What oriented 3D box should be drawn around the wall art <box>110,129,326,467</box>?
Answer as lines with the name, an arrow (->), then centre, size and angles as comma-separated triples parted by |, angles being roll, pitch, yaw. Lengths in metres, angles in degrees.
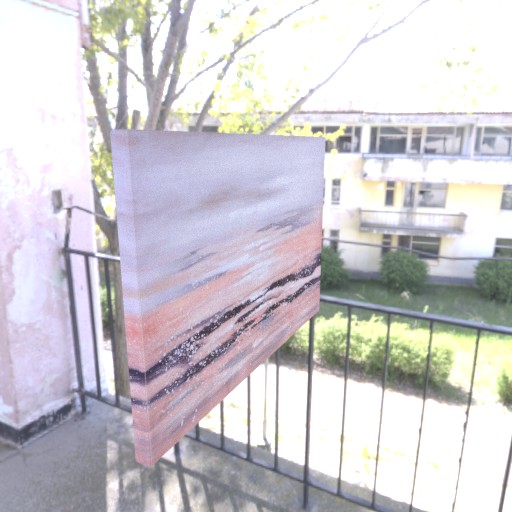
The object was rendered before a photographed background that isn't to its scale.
wall art -> 0.000, 0.000, 1.152 | 0.038, 0.609, 0.913 | 7, 16, 27
